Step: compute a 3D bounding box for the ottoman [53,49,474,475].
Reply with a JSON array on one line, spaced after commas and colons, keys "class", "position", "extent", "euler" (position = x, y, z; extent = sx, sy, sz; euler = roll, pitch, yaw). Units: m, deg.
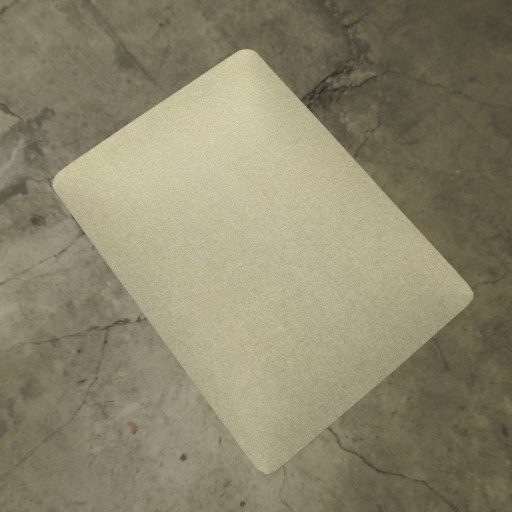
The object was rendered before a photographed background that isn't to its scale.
[{"class": "ottoman", "position": [0.000, 0.000, 1.208], "extent": [0.619, 0.504, 0.843], "euler": [-37, 79, -8]}]
